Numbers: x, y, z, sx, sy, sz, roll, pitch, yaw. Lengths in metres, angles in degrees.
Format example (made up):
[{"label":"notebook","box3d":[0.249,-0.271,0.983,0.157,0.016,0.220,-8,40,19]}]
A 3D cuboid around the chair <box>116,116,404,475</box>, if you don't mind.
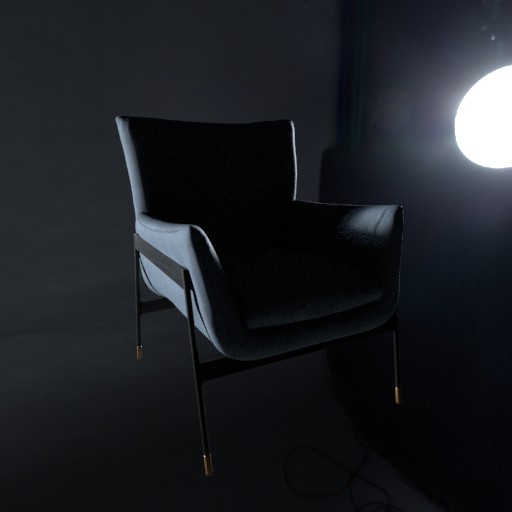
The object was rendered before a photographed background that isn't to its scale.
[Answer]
[{"label":"chair","box3d":[0.000,0.000,1.400,0.678,0.858,0.709,-8,17,-27]}]
